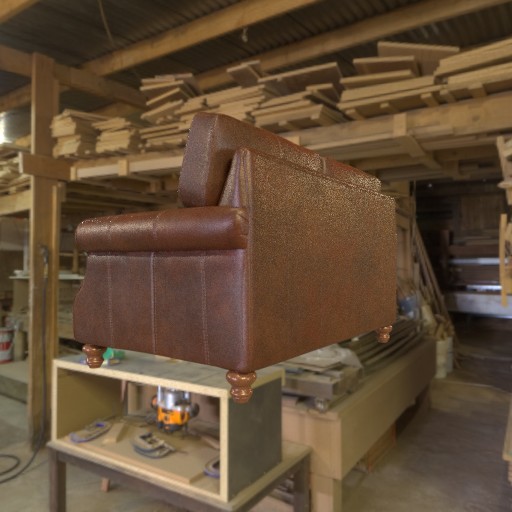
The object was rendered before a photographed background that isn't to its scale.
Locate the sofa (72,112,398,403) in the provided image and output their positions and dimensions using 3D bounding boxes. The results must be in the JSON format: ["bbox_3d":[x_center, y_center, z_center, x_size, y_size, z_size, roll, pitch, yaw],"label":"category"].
[{"bbox_3d":[0.000,0.000,2.256,0.990,0.976,1.616,0,-1,36],"label":"sofa"}]
